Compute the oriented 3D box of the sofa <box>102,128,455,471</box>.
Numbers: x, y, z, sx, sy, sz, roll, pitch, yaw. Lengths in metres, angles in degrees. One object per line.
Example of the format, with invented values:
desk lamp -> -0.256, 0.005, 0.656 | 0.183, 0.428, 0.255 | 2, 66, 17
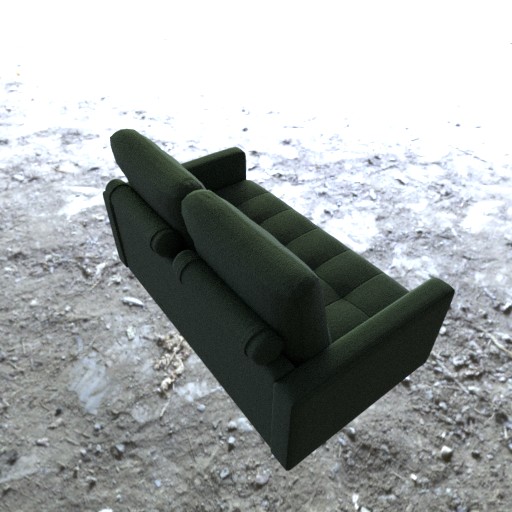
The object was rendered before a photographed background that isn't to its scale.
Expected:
sofa -> 0.000, 0.000, 1.923 | 0.842, 0.907, 1.407 | -26, 47, -27
